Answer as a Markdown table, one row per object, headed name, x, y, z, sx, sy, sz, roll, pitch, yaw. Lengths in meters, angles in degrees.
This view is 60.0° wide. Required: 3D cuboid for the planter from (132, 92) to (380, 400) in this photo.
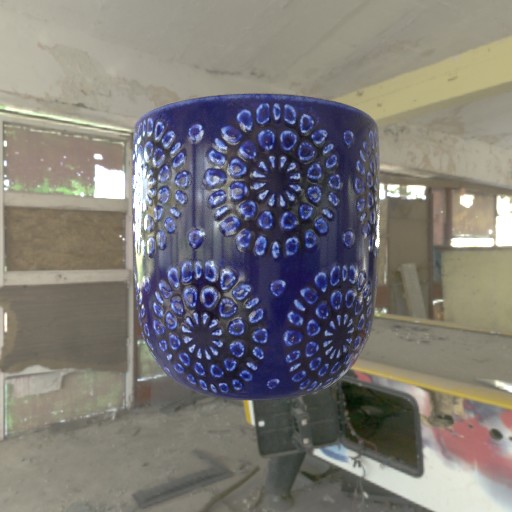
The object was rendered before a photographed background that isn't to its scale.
| name | x | y | z | sx | sy | sz | roll | pitch | yaw |
| --- | --- | --- | --- | --- | --- | --- | --- | --- | --- |
| planter | 0.000 | 0.000 | 0.203 | 0.109 | 0.112 | 0.109 | 0 | 0 | 0 |
